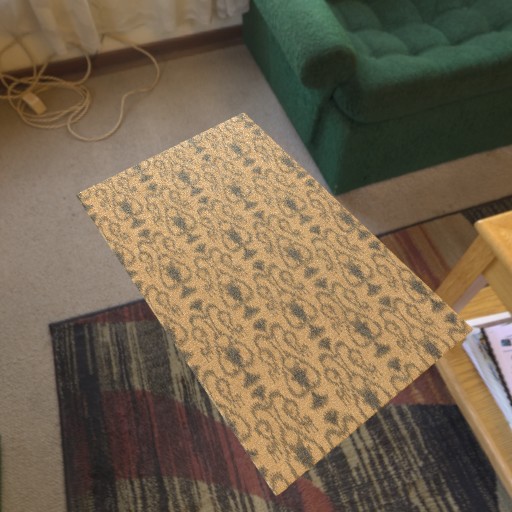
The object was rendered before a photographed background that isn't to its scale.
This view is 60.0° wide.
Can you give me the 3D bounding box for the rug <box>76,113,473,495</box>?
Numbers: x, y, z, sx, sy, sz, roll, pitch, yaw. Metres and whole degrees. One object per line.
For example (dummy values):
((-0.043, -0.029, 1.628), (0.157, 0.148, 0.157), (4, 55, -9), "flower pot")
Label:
((0.000, 0.000, 2.031), (1.035, 0.006, 1.652), (-32, 63, -18), "rug")
